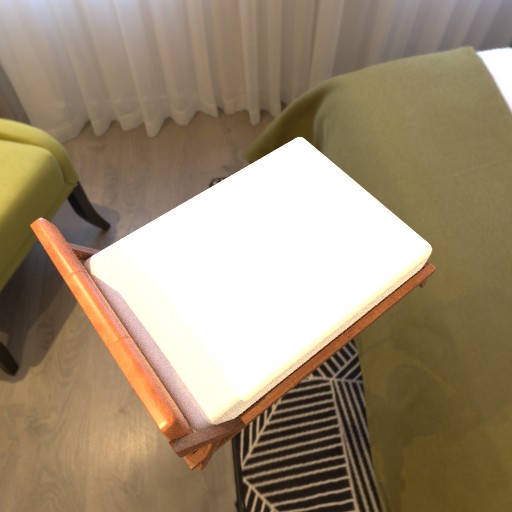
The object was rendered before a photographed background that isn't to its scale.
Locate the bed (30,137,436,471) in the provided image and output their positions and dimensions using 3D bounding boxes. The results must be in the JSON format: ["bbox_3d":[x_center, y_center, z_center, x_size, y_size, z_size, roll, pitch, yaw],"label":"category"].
[{"bbox_3d":[0.000,0.000,3.201,2.311,1.168,1.651,-34,64,-19],"label":"bed"}]
